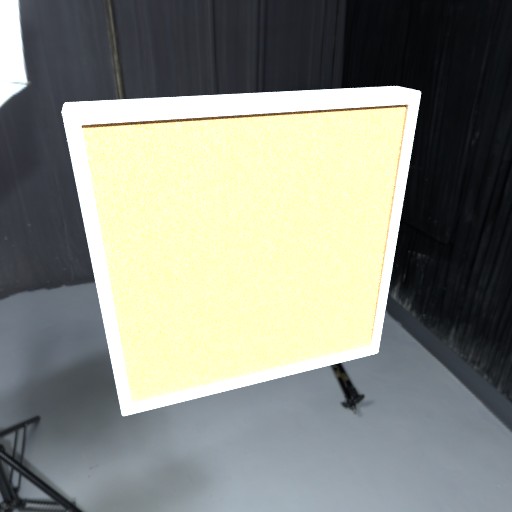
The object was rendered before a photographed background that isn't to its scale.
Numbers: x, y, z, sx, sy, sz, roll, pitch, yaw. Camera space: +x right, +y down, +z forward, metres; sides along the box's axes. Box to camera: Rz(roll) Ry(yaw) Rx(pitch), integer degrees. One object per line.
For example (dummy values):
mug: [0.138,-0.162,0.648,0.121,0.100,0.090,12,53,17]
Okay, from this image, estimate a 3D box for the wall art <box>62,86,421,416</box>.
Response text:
wall art: [0.000,0.000,0.445,0.305,0.305,0.038,-9,29,-17]
